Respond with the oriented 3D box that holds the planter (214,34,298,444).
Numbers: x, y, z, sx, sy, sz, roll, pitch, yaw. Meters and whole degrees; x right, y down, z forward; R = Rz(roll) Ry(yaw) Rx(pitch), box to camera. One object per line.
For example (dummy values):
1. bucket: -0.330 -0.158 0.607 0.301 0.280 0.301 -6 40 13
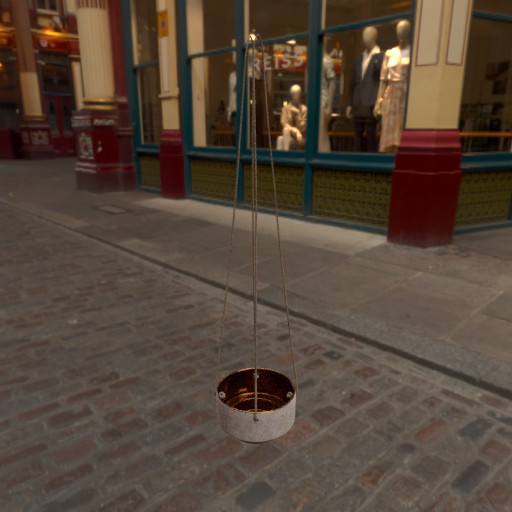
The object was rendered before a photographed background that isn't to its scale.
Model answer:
1. planter: 0.000 0.000 1.135 0.223 1.030 0.223 16 23 42
